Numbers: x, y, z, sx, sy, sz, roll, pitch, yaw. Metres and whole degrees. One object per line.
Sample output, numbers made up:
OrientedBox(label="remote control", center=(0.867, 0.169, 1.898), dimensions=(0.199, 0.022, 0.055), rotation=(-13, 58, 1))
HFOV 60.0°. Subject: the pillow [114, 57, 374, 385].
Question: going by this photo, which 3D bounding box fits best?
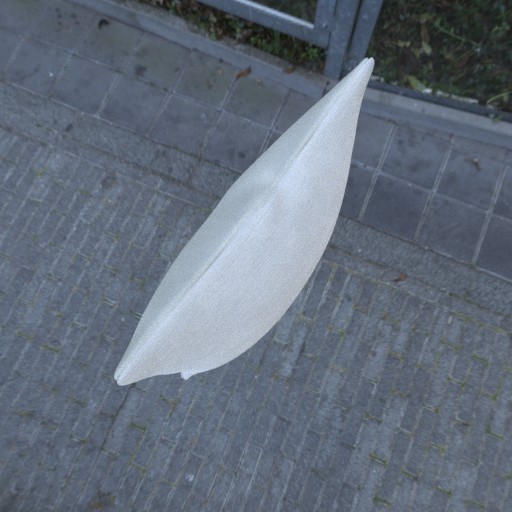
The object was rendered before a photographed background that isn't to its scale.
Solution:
OrientedBox(label="pillow", center=(0.000, 0.000, 0.648), dimensions=(0.162, 0.420, 0.437), rotation=(35, 78, 9))
